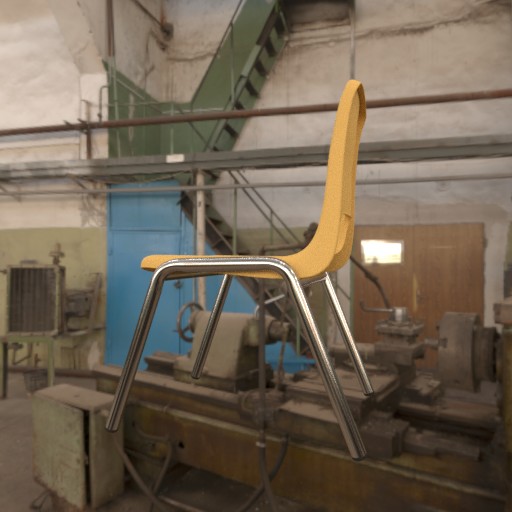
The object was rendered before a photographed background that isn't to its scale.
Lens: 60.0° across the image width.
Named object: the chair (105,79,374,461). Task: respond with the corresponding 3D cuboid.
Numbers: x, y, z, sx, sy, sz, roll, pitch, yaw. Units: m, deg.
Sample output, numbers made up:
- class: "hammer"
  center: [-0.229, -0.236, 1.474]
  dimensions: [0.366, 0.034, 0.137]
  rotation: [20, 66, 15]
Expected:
- class: "chair"
  center: [0.000, 0.000, 0.840]
  dimensions: [0.423, 0.586, 0.354]
  rotation: [0, 0, 17]
